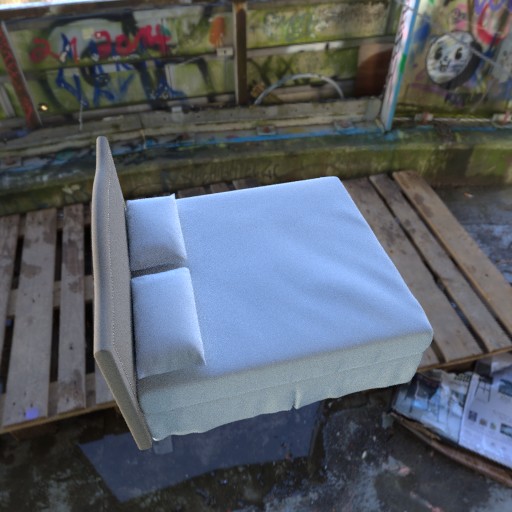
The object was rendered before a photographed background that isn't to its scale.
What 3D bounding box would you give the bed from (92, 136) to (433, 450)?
[{"bbox_3d":[0.000,0.000,3.504,2.182,1.421,2.083,-10,47,-9],"label":"bed"}]
